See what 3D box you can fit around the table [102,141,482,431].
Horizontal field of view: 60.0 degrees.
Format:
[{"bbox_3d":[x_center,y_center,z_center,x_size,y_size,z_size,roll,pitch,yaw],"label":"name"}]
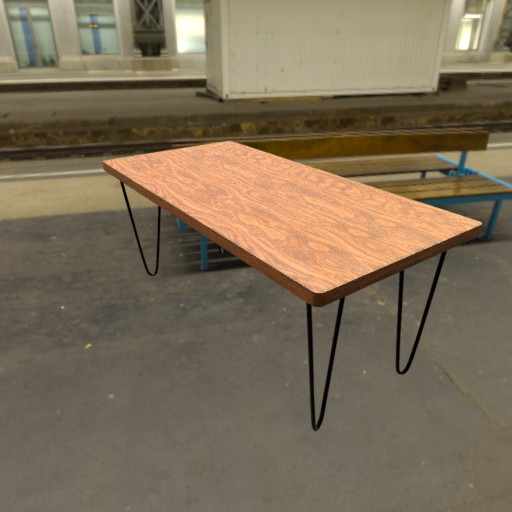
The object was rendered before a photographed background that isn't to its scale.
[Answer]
[{"bbox_3d":[0.000,0.000,2.296,0.883,0.753,1.791,-18,32,-32],"label":"table"}]
